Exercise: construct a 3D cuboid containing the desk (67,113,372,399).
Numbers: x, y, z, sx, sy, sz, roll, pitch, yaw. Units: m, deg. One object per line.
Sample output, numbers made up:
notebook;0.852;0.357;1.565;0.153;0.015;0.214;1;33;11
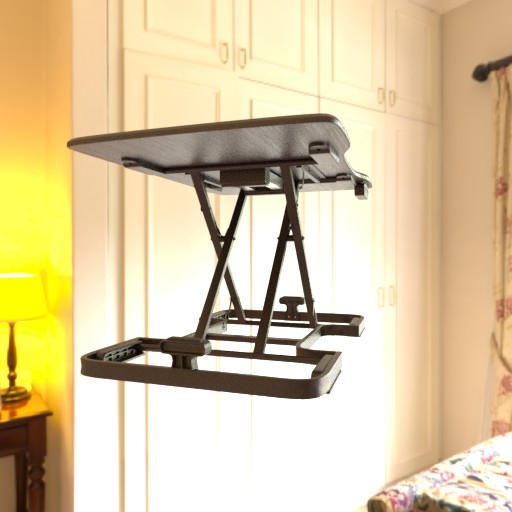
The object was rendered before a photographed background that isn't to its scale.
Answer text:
desk;0.000;0.000;1.167;0.546;0.470;0.820;0;1;19
